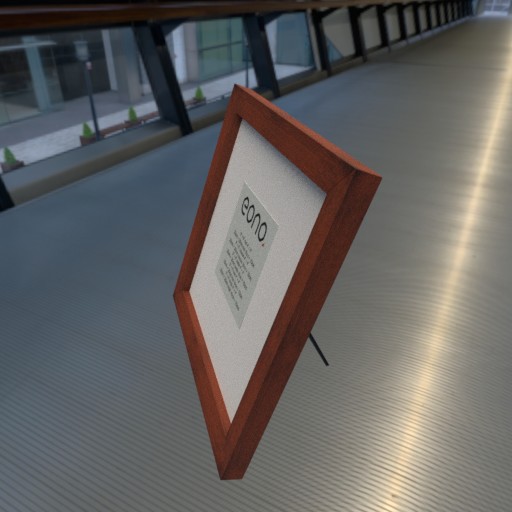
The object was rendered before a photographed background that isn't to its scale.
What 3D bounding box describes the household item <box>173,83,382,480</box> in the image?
[{"bbox_3d":[0.000,0.000,0.384,0.131,0.240,0.240,-9,33,-15],"label":"household item"}]
